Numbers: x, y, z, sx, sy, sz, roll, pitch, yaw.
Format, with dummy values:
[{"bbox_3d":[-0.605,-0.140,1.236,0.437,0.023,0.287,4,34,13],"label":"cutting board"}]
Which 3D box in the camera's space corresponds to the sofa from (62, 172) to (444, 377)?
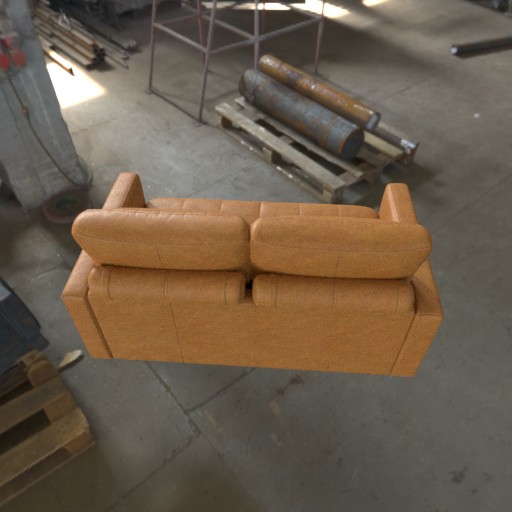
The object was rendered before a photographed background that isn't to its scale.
[{"bbox_3d":[0.000,0.000,1.977,1.430,0.898,0.868,3,46,3],"label":"sofa"}]
